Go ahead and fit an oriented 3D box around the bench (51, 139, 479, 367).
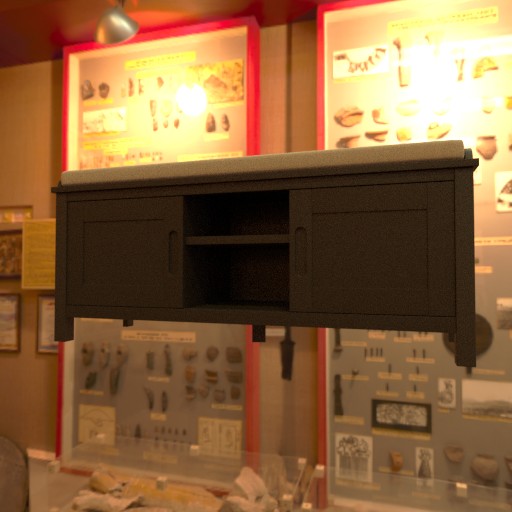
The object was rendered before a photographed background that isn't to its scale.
[{"bbox_3d":[0.000,0.000,1.315,1.140,0.501,0.398,0,-2,18],"label":"bench"}]
